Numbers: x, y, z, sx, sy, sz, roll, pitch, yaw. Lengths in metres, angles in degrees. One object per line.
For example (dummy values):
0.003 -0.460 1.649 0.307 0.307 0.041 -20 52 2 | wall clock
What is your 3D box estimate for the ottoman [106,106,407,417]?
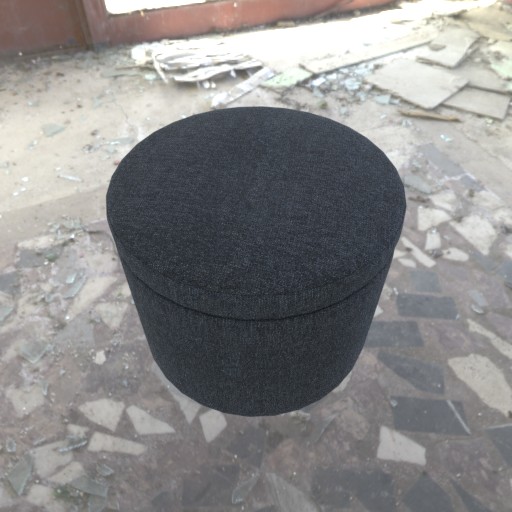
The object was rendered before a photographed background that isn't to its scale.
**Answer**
0.000 0.000 0.885 0.500 0.419 0.500 0 47 0 | ottoman
